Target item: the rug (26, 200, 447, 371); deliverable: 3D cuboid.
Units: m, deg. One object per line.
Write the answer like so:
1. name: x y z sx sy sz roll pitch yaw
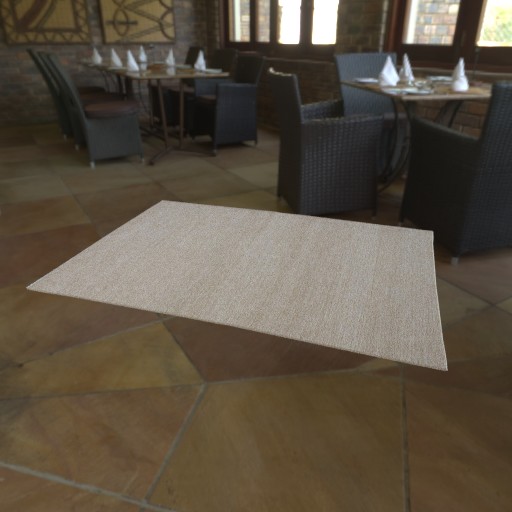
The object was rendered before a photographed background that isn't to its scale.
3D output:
1. rug: 0.000 0.000 3.690 2.869 0.038 2.032 8 28 16
